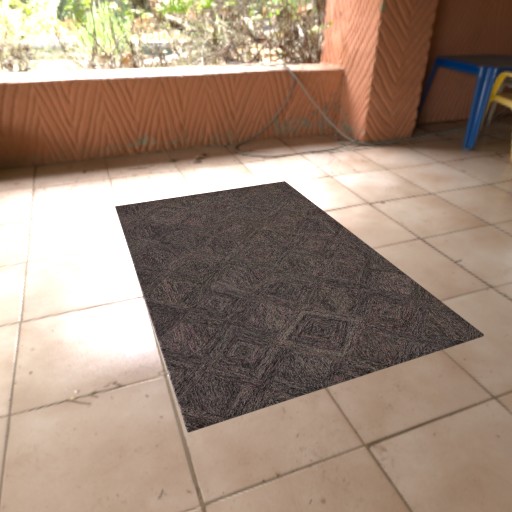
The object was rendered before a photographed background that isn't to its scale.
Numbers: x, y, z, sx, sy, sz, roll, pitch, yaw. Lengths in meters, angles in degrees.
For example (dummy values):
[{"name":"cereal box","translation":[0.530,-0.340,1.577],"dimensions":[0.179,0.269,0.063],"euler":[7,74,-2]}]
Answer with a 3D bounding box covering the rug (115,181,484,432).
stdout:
[{"name":"rug","translation":[0.000,0.000,2.865],"dimensions":[1.501,0.017,2.298],"euler":[-12,32,-19]}]
